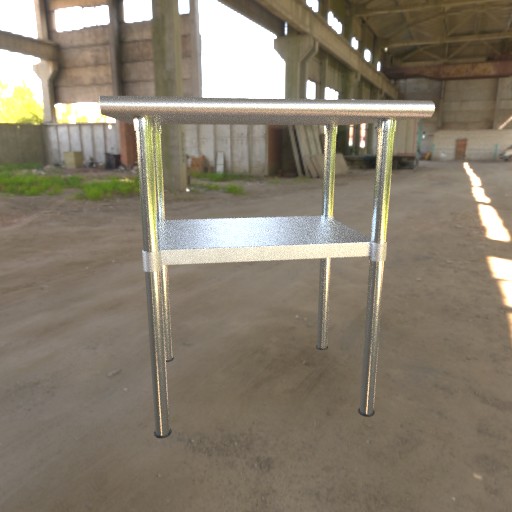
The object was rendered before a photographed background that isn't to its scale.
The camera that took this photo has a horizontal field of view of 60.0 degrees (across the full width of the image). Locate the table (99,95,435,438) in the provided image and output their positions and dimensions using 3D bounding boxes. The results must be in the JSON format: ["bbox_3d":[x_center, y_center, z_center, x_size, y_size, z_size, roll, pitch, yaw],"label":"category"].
[{"bbox_3d":[0.000,0.000,1.373,0.762,0.876,0.584,-2,15,-9],"label":"table"}]
